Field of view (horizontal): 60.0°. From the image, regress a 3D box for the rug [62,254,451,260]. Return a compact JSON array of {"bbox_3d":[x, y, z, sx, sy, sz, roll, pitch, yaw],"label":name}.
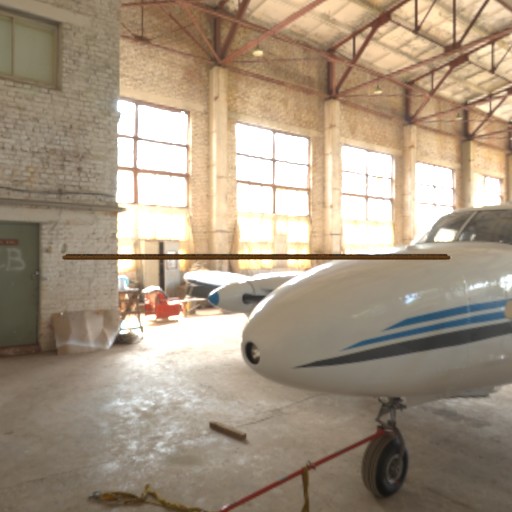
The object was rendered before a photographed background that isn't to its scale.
[{"bbox_3d":[0.000,0.000,2.904,1.588,0.024,2.204,0,0,0],"label":"rug"}]
